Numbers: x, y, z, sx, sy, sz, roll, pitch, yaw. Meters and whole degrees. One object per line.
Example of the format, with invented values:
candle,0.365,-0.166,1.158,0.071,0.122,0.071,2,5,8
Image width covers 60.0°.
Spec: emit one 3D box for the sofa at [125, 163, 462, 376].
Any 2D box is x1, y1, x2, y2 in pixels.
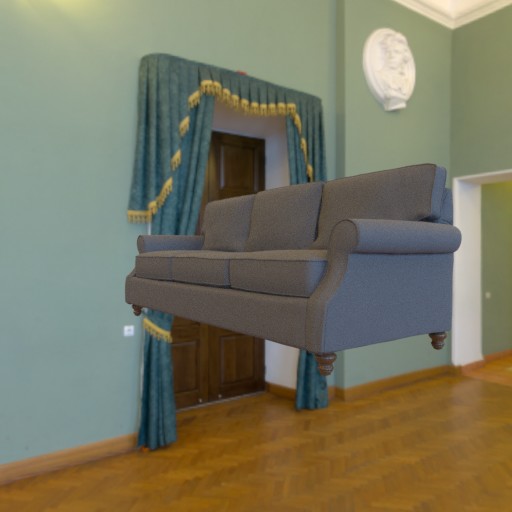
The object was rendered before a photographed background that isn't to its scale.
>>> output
sofa,0.000,0.000,2.861,0.966,0.948,2.353,0,1,-36
